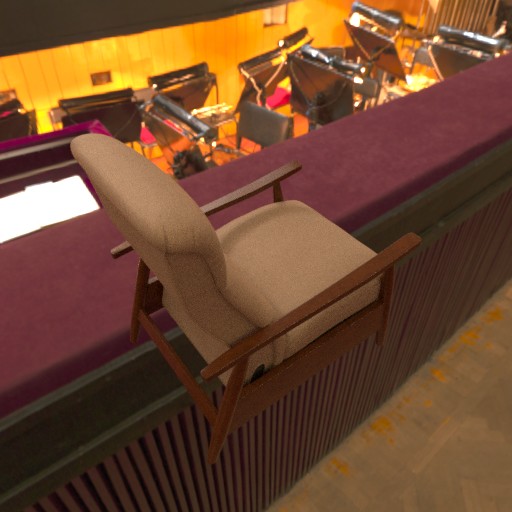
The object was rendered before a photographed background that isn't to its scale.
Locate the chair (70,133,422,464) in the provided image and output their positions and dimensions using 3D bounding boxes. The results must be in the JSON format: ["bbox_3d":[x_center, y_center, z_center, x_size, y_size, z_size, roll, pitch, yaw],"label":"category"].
[{"bbox_3d":[0.000,0.000,1.747,1.030,1.082,0.762,-26,47,-26],"label":"chair"}]
